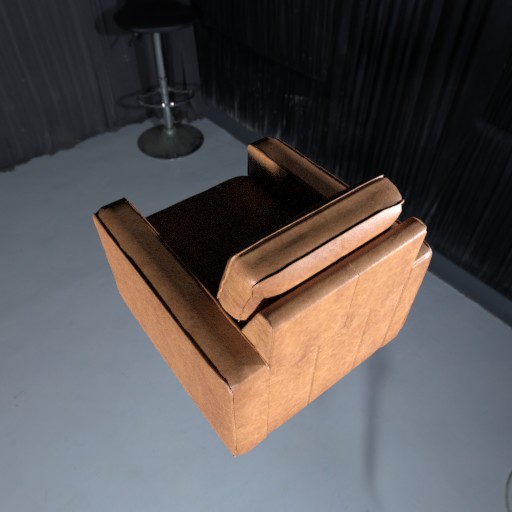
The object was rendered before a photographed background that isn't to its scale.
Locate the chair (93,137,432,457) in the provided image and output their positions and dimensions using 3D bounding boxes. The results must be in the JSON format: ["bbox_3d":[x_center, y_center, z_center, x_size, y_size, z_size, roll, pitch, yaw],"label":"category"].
[{"bbox_3d":[0.000,0.000,1.812,0.987,0.901,1.027,-32,55,-26],"label":"chair"}]
